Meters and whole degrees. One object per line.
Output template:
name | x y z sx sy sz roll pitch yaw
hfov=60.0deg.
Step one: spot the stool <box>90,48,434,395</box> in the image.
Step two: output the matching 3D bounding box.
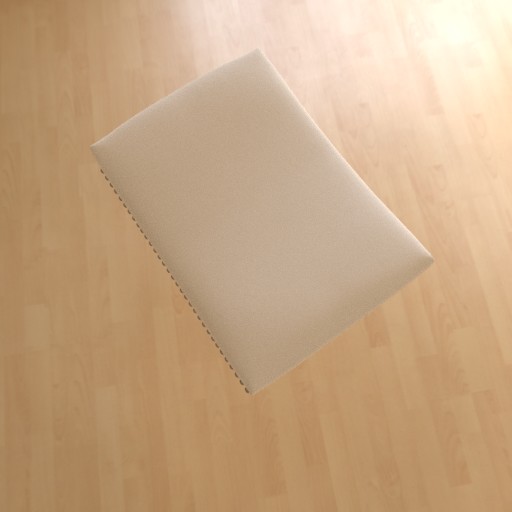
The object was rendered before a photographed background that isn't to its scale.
stool | 0.000 0.000 1.059 0.372 0.742 0.504 -34 77 -9
